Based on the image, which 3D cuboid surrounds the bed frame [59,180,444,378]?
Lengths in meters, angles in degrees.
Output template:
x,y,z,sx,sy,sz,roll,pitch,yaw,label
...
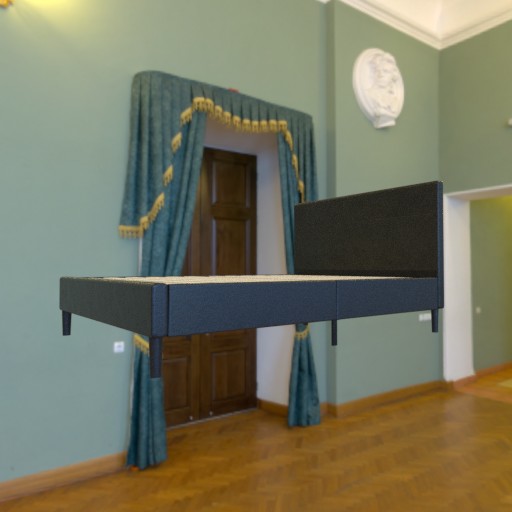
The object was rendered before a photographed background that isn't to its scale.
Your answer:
x,y,z,sx,sy,sz,roll,pitch,yaw,label
0.000,0.000,3.001,2.152,1.046,1.469,1,-2,-37,bed frame
